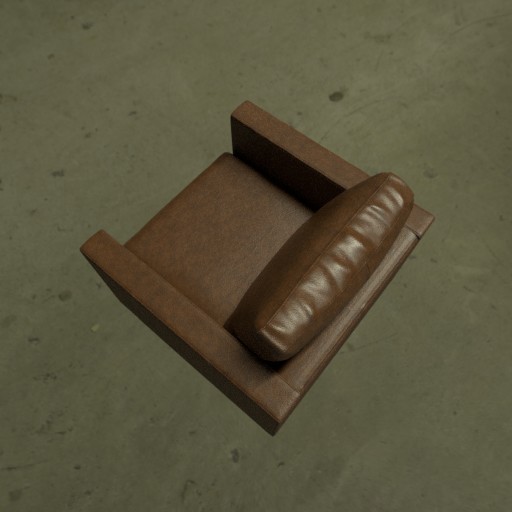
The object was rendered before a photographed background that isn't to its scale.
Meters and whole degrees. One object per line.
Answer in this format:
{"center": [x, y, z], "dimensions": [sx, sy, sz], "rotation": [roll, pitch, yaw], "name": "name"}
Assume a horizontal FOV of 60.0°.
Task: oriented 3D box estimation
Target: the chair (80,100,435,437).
{"center": [0.000, 0.000, 1.714], "dimensions": [0.909, 0.956, 0.890], "rotation": [37, 69, 16], "name": "chair"}
